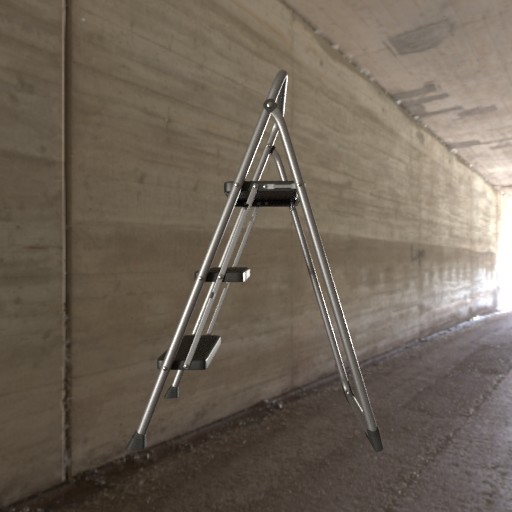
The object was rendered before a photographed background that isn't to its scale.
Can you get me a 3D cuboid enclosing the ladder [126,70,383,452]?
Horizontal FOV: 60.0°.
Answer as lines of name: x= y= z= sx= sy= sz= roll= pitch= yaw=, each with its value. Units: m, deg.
ladder: x=0.000 y=0.000 z=1.282 sx=0.629 sy=0.945 sz=0.430 roll=0 pitch=0 yaw=2
